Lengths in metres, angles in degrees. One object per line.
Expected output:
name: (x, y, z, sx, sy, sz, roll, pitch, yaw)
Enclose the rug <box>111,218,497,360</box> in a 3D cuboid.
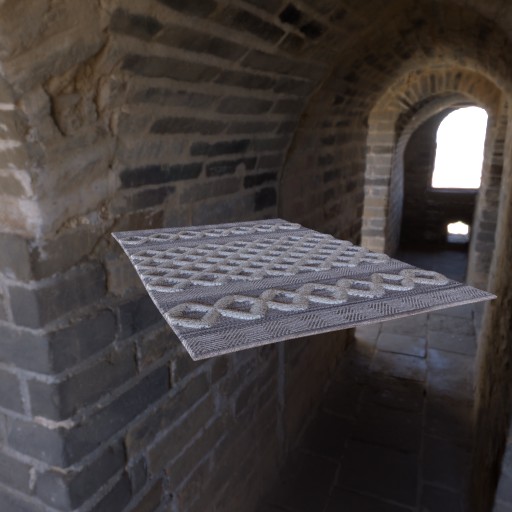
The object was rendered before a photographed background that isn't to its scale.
rug: (0.000, 0.000, 2.268, 1.222, 0.030, 1.823, -7, 16, -23)
